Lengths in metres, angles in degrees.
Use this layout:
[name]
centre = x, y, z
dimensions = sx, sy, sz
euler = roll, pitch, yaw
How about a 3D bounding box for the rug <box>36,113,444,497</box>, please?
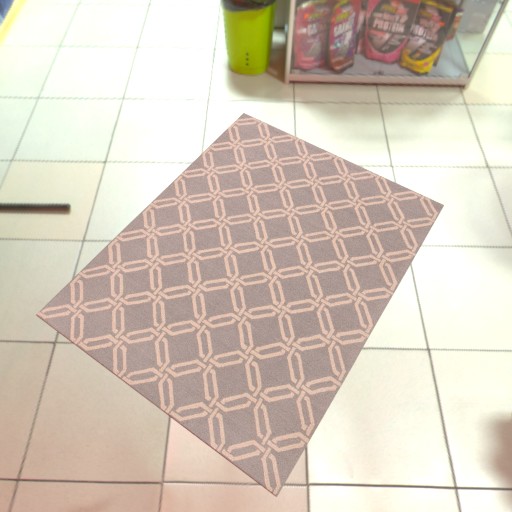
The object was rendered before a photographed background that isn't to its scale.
[rug]
centre = 0.000, 0.000, 3.837
dimensions = 2.288, 0.018, 2.895
euler = 30, 62, 17
